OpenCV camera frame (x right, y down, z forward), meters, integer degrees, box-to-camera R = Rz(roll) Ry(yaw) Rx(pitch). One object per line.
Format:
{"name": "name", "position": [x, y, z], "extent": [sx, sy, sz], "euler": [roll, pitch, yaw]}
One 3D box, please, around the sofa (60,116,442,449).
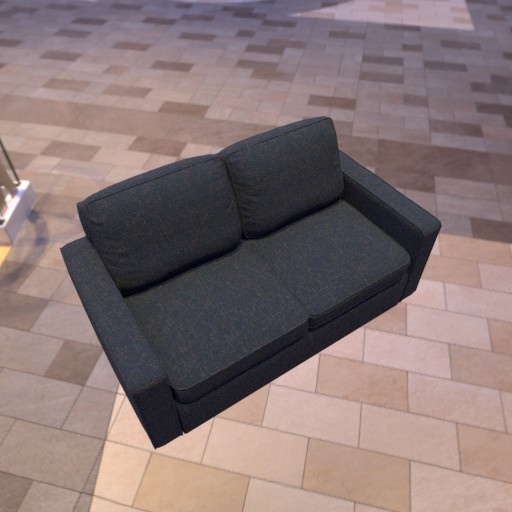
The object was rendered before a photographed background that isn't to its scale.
{"name": "sofa", "position": [0.000, 0.000, 2.297], "extent": [1.709, 0.918, 0.947], "euler": [-25, 51, -22]}
